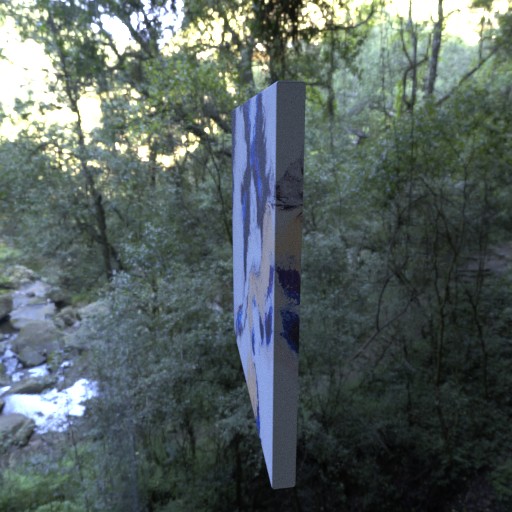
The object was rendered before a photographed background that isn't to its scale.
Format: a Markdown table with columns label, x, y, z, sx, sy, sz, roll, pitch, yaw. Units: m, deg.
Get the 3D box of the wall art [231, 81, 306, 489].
| label | x | y | z | sx | sy | sz | roll | pitch | yaw |
| --- | --- | --- | --- | --- | --- | --- | --- | --- | --- |
| wall art | 0.000 | 0.000 | 0.920 | 0.039 | 0.609 | 0.609 | -2 | 15 | -8 |
